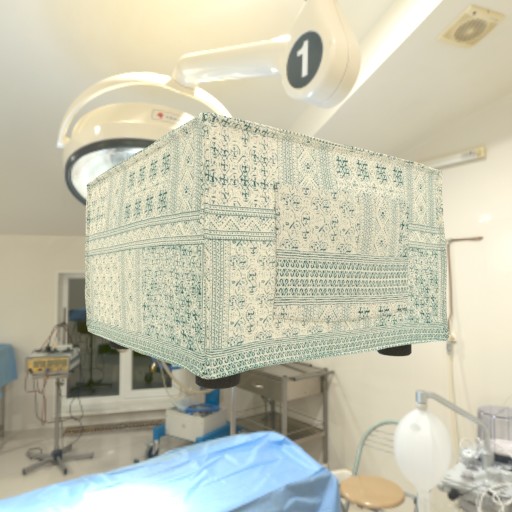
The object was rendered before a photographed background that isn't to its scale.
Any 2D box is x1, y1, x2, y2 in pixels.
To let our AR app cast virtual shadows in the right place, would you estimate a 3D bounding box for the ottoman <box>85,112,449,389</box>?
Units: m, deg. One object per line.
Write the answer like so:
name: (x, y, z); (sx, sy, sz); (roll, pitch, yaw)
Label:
ottoman: (0.000, 0.000, 1.037); (0.617, 0.439, 0.626); (1, -3, -36)
